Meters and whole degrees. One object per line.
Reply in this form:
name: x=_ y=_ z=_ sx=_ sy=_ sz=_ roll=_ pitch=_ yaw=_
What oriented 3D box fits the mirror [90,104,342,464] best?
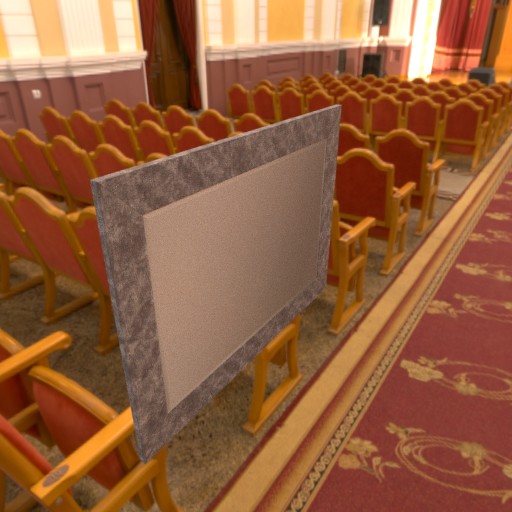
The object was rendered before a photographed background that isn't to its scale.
mirror: x=0.000 y=0.000 z=1.431 sx=0.022 sy=0.795 sz=1.101 roll=17 pitch=32 yaw=30
